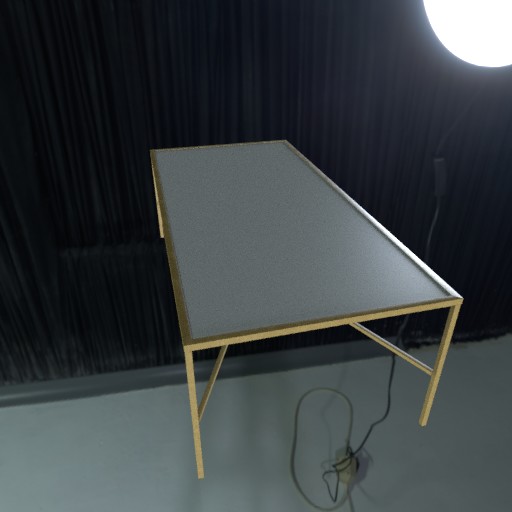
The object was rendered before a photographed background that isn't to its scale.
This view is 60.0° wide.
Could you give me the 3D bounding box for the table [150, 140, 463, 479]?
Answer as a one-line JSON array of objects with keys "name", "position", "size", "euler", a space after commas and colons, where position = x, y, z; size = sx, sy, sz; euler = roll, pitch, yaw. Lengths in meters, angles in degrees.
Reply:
[{"name": "table", "position": [0.000, 0.000, 1.464], "size": [0.580, 0.398, 1.206], "euler": [-7, 31, -12]}]
